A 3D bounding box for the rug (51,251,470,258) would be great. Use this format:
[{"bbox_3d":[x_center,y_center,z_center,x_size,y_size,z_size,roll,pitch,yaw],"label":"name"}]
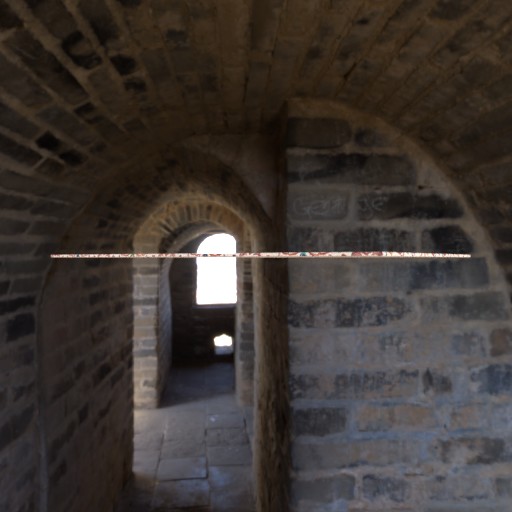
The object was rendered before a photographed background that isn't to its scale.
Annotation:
[{"bbox_3d":[0.000,0.000,2.911,2.297,0.018,1.541,0,0,37],"label":"rug"}]
